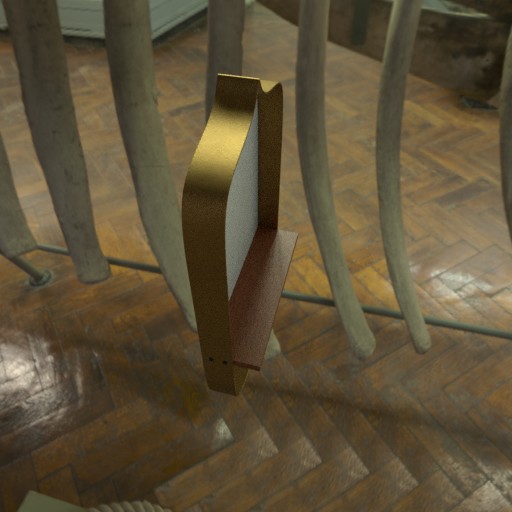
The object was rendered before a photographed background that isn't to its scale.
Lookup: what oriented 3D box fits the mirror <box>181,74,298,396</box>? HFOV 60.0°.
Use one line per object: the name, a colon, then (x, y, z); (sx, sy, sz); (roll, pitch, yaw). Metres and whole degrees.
mirror: (0.000, 0.000, 0.749); (0.096, 0.613, 0.323); (11, 47, 10)
